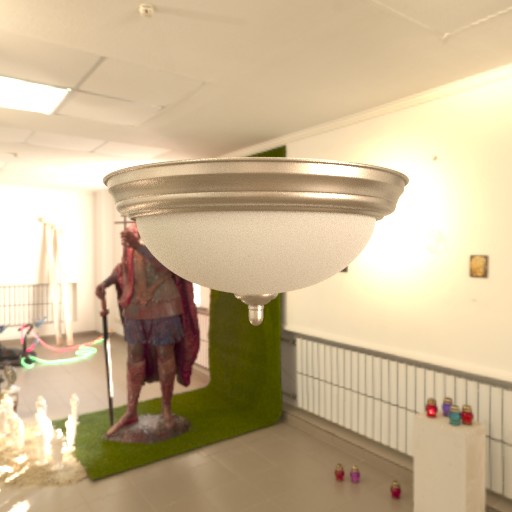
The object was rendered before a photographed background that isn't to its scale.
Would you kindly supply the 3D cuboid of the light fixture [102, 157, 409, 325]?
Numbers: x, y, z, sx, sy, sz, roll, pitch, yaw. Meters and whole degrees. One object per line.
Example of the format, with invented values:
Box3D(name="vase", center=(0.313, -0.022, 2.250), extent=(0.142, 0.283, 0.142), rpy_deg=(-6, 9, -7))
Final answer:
Box3D(name="light fixture", center=(0.000, 0.000, 0.429), extent=(0.280, 0.135, 0.280), rpy_deg=(0, 1, 0))
